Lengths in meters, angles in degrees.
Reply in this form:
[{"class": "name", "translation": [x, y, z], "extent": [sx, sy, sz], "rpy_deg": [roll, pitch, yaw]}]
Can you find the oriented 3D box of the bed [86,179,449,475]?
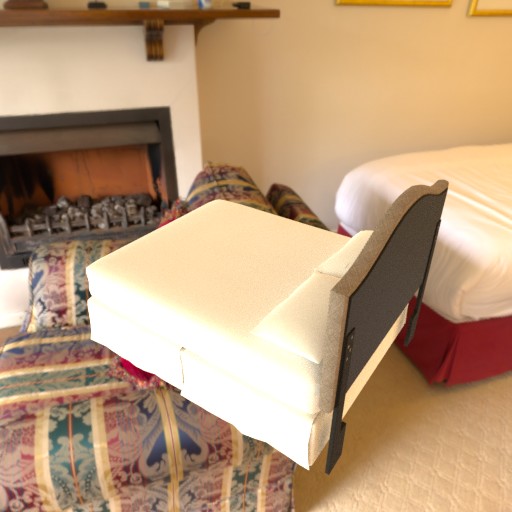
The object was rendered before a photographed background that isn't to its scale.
[{"class": "bed", "translation": [0.000, 0.000, 3.295], "extent": [2.153, 1.518, 1.713], "rpy_deg": [20, 36, 30]}]
